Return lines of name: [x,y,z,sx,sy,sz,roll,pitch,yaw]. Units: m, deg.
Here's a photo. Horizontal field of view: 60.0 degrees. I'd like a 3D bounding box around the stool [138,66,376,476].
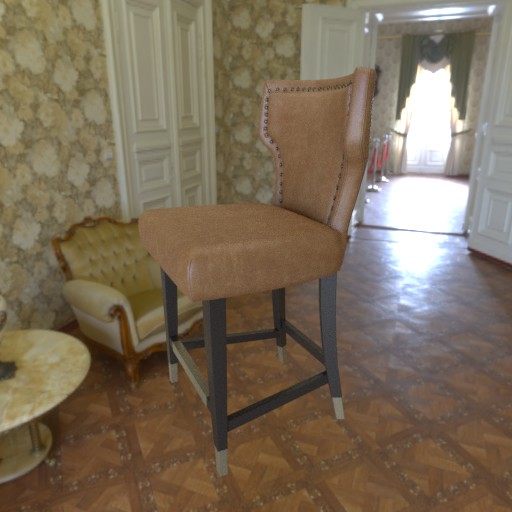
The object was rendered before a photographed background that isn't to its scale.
stool: [0.000,0.000,1.275,0.563,0.982,0.526,-8,19,-24]
